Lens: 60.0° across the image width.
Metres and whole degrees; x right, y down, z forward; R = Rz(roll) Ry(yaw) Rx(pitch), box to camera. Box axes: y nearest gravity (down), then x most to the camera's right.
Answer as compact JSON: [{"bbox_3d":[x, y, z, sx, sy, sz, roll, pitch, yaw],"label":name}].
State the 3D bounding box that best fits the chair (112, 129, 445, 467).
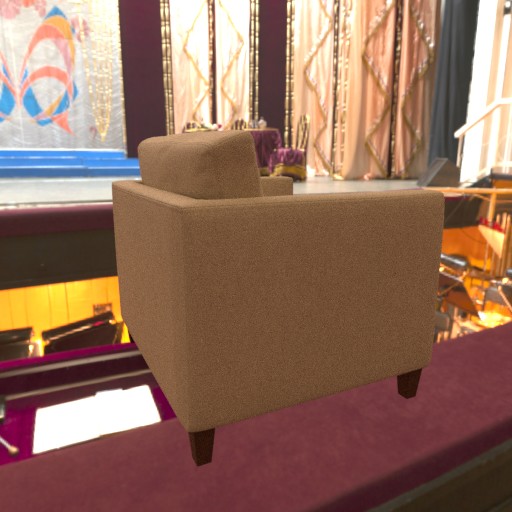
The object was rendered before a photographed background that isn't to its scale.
[{"bbox_3d":[0.000,0.000,1.798,0.959,0.961,1.107,-6,14,-26],"label":"chair"}]
